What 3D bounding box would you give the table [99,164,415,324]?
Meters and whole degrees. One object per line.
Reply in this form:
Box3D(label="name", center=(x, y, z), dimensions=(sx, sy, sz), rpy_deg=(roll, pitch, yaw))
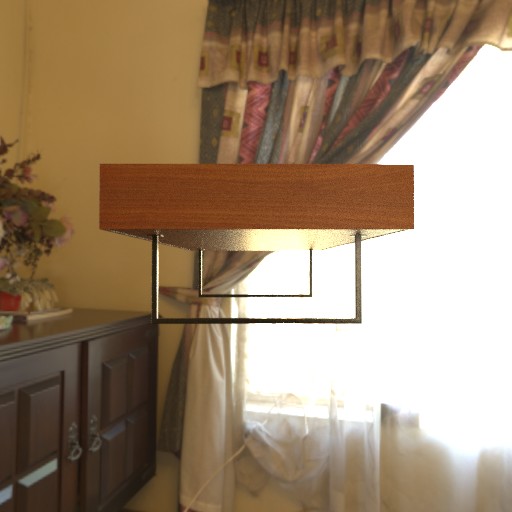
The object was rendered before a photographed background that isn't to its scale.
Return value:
Box3D(label="table", center=(0.000, 0.000, 1.451), dimensions=(0.610, 0.330, 1.194), rpy_deg=(0, -1, 0))
